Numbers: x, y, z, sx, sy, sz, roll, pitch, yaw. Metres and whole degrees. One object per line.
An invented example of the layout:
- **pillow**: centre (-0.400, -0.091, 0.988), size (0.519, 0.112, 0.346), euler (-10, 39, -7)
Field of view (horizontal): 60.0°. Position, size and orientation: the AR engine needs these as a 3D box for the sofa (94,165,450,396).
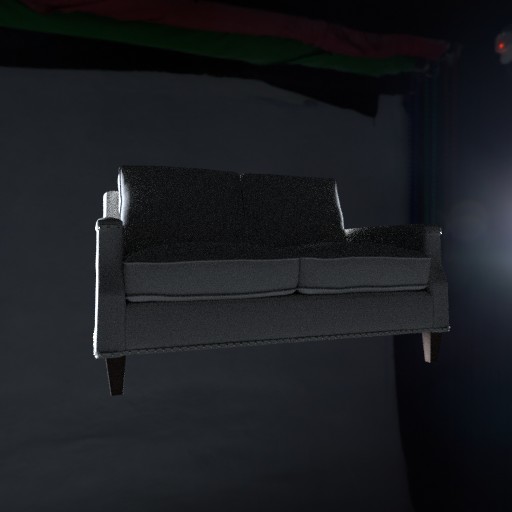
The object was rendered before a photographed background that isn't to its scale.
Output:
- **sofa**: centre (0.000, 0.000, 2.323), size (1.597, 1.003, 1.084), euler (0, 1, -19)
